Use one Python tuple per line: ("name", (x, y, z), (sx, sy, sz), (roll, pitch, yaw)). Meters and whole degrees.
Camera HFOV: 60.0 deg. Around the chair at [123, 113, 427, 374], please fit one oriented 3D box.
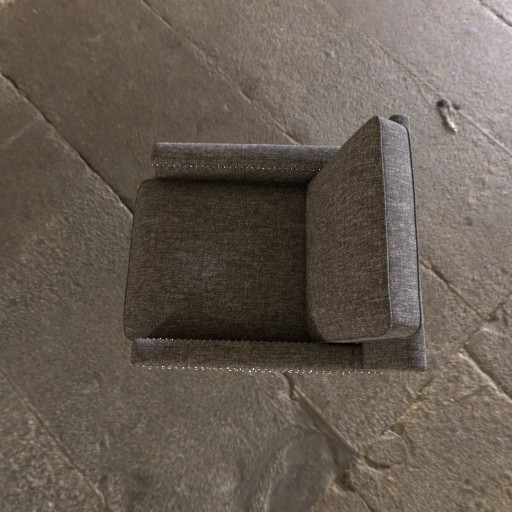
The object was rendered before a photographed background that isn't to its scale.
("chair", (0.000, 0.000, 1.704), (1.014, 0.943, 0.853), (2, 75, 0))
